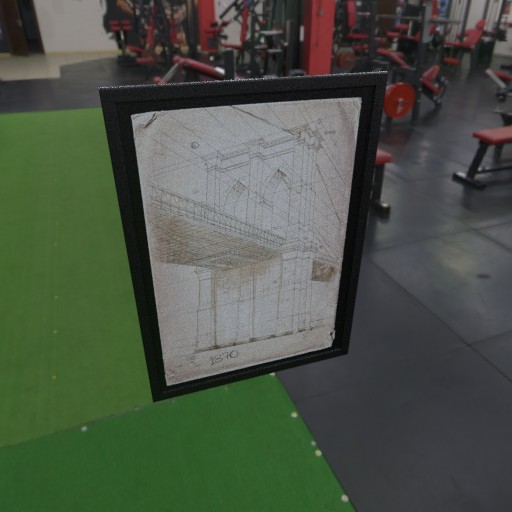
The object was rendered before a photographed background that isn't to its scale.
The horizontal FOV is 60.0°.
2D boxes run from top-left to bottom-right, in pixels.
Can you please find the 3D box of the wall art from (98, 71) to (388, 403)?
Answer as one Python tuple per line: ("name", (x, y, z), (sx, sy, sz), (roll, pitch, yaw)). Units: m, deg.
("wall art", (0.000, 0.000, 1.288), (0.707, 0.967, 0.013), (-10, 32, -16))
